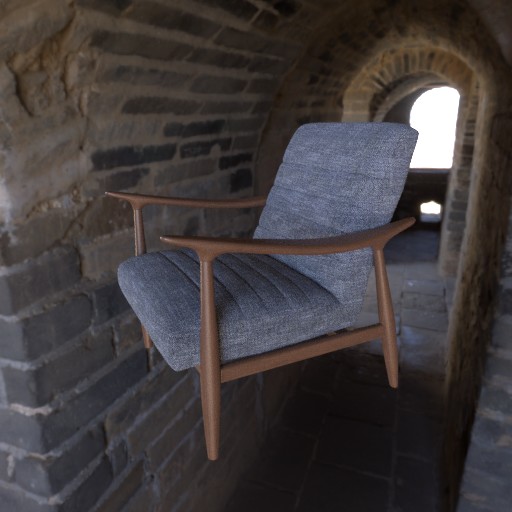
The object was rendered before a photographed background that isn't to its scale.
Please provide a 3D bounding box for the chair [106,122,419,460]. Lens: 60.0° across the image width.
[{"bbox_3d":[0.000,0.000,1.442,0.798,0.832,0.741,-9,19,-26],"label":"chair"}]
